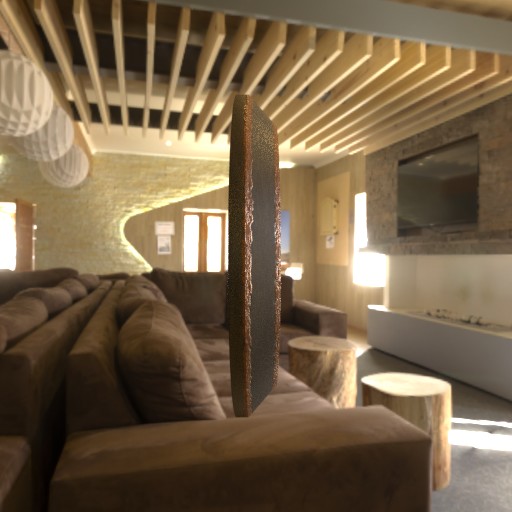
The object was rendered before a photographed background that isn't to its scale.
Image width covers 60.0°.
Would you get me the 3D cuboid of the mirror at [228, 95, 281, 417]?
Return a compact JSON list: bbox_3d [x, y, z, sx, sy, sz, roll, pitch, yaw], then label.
[{"bbox_3d":[0.000,0.000,1.325,0.111,0.907,0.907,0,0,0],"label":"mirror"}]
